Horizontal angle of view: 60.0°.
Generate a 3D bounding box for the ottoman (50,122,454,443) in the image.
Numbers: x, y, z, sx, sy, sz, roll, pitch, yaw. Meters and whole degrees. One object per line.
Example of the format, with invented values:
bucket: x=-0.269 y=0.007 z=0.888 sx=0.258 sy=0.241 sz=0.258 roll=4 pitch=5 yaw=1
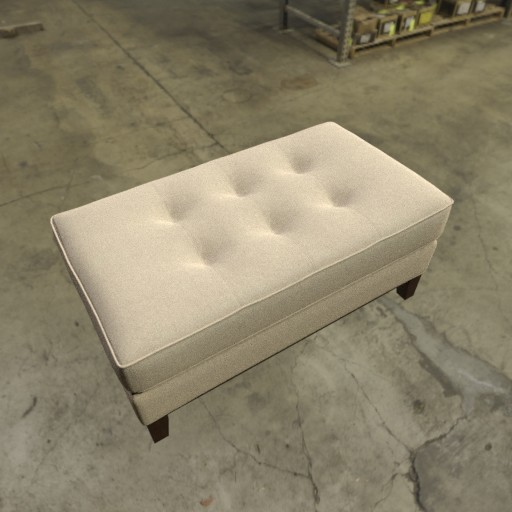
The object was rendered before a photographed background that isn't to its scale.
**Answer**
ottoman: x=0.000 y=0.000 z=1.534 sx=1.143 sy=0.508 sz=0.648 roll=-24 pitch=50 yaw=-22
